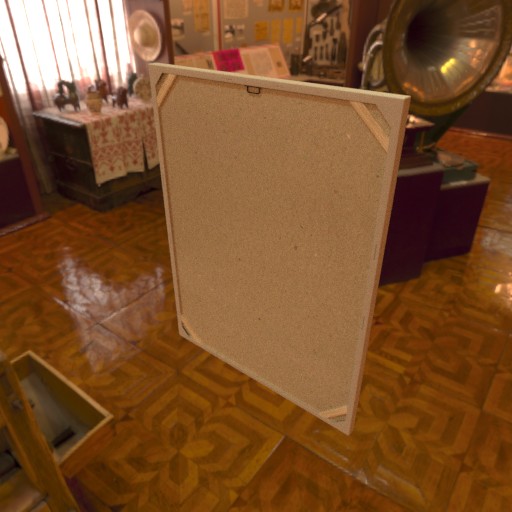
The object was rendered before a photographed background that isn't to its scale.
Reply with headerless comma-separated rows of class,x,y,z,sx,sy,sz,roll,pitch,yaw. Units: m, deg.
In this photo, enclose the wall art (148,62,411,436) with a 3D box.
wall art,0.000,0.000,1.599,0.914,1.212,0.038,22,37,32
